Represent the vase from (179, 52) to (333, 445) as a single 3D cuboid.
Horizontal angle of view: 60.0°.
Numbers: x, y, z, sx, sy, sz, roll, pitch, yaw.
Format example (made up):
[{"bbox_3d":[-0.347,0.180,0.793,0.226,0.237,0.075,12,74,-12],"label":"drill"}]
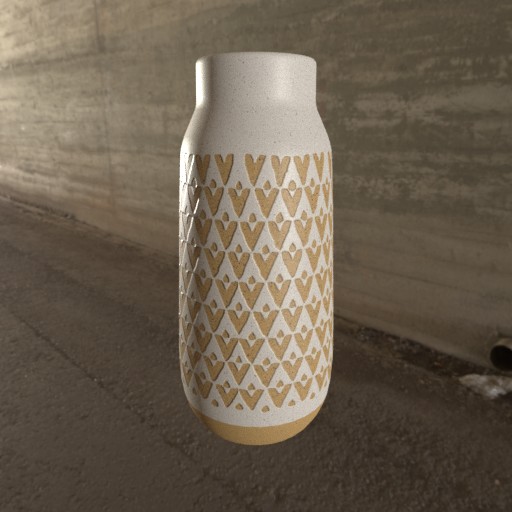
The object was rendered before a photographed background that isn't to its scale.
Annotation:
[{"bbox_3d":[0.000,0.000,0.378,0.137,0.307,0.137,0,16,0],"label":"vase"}]
